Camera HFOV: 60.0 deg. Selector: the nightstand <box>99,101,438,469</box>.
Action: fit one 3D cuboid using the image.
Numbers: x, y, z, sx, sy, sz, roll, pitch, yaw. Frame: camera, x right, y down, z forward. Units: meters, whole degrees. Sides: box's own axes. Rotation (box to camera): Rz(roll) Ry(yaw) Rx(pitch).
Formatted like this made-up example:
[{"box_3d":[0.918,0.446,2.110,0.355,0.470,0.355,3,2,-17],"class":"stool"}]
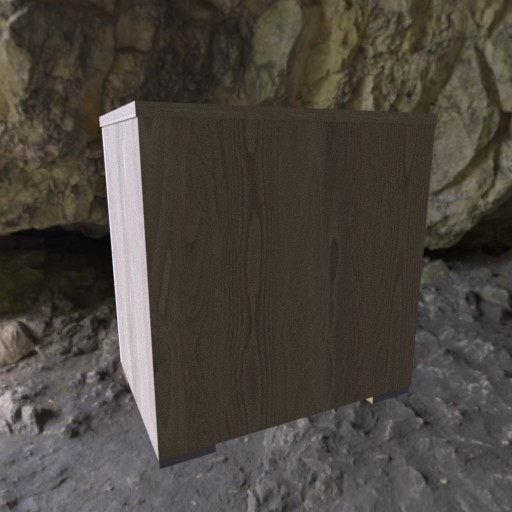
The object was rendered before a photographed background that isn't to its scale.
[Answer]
[{"box_3d":[0.000,0.000,0.762,0.442,0.461,0.325,-7,15,-25],"class":"nightstand"}]
